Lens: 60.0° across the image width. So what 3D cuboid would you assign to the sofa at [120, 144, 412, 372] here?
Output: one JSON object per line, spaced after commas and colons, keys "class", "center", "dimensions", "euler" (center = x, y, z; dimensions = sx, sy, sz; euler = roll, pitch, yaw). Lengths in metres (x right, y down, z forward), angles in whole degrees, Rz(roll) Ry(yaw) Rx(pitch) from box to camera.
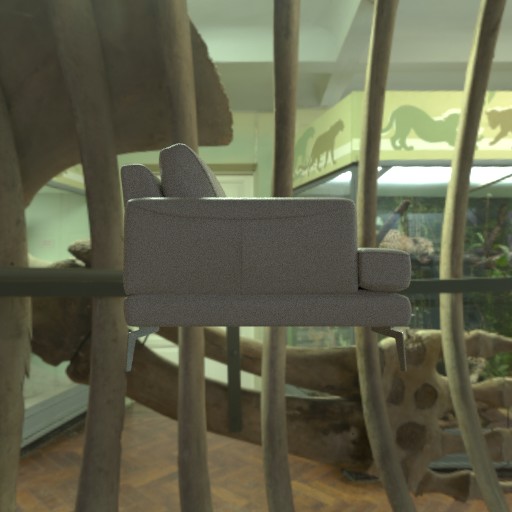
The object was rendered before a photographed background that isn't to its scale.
{"class": "sofa", "center": [0.000, 0.000, 2.339], "dimensions": [0.974, 0.765, 1.940], "euler": [0, -1, 0]}
